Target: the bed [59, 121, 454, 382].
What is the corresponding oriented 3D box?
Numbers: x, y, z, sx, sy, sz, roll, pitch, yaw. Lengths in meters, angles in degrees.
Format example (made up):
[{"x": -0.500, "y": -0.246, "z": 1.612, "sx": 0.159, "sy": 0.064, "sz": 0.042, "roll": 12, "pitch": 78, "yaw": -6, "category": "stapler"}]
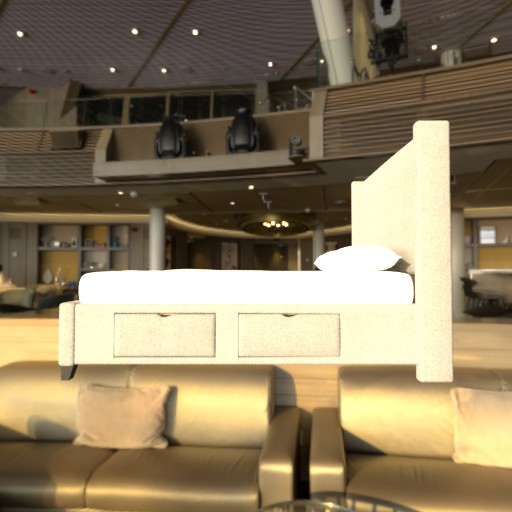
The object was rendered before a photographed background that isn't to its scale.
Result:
[{"x": 0.000, "y": 0.000, "z": 3.384, "sx": 2.222, "sy": 1.491, "sz": 1.774, "roll": 0, "pitch": -2, "yaw": 0, "category": "bed"}]
